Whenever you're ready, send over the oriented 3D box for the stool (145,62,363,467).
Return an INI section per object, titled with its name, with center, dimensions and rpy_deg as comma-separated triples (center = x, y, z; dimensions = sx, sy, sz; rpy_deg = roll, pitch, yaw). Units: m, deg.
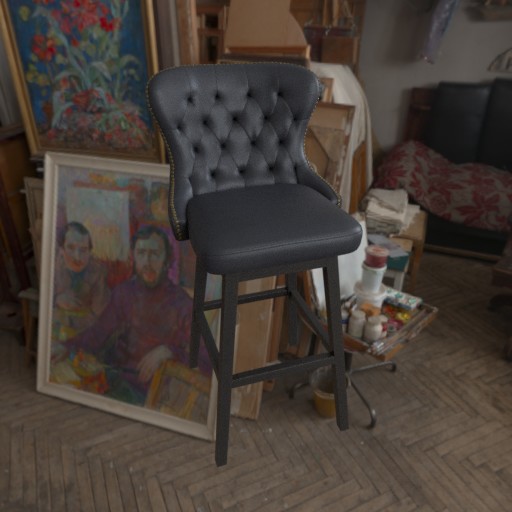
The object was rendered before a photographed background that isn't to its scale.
[stool]
center = 0.000, 0.000, 1.374
dimensions = 0.528, 1.050, 0.601
rpy_deg = -9, 31, -16
